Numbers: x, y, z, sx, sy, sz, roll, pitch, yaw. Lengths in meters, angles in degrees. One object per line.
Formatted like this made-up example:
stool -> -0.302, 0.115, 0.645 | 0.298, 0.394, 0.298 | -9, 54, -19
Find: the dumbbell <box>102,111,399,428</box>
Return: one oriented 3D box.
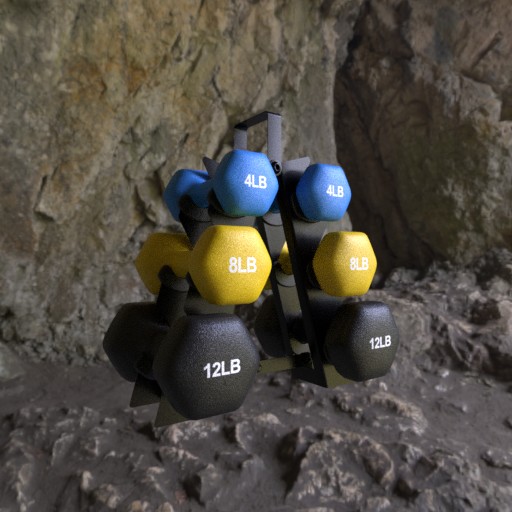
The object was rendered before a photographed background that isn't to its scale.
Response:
dumbbell -> 0.000, 0.000, 0.690 | 0.409, 0.426, 0.255 | 0, 0, -35
